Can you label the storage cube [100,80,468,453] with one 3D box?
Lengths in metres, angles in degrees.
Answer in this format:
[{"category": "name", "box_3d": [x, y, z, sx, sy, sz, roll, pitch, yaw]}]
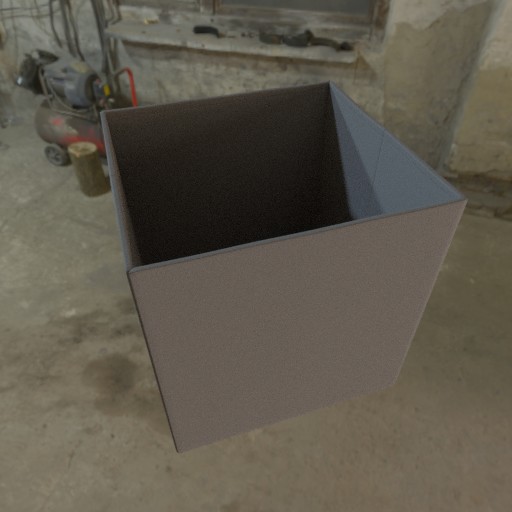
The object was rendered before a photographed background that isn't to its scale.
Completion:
[{"category": "storage cube", "box_3d": [0.000, 0.000, 0.504, 0.270, 0.280, 0.270, -13, 44, -13]}]
